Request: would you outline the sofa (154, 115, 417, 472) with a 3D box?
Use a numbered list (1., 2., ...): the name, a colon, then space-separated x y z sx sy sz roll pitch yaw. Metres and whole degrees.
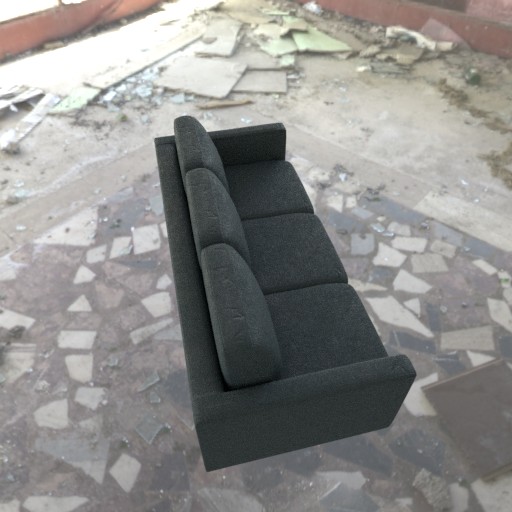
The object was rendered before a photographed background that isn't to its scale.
1. sofa: 0.000 0.000 2.538 0.935 0.945 2.013 -10 47 -9
